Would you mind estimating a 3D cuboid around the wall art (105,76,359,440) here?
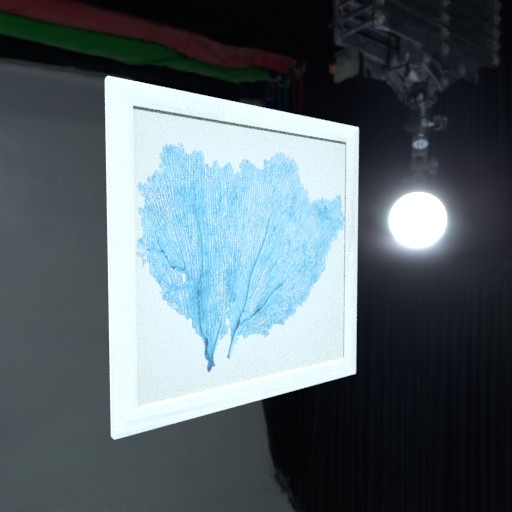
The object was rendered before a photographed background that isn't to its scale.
[{"bbox_3d":[0.000,0.000,0.885,0.584,0.584,0.013,-2,4,-36],"label":"wall art"}]
